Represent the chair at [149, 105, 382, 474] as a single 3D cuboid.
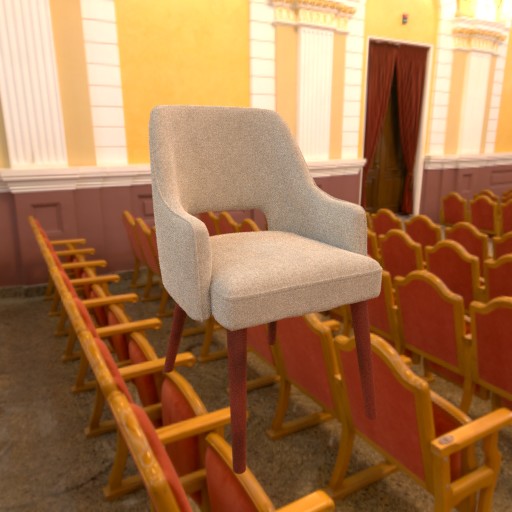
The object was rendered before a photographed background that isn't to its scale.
[{"bbox_3d":[0.000,0.000,1.270,0.548,0.849,0.605,-8,17,-28],"label":"chair"}]
